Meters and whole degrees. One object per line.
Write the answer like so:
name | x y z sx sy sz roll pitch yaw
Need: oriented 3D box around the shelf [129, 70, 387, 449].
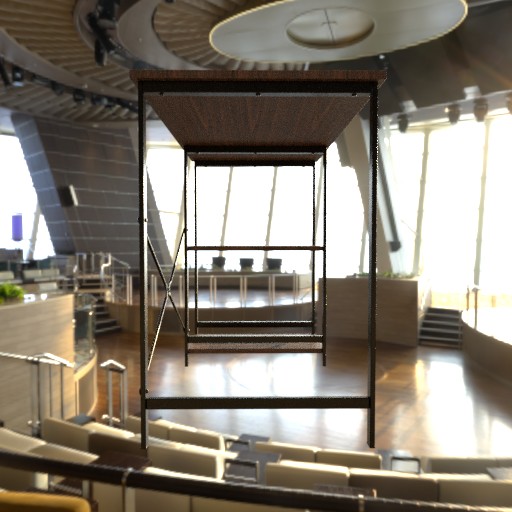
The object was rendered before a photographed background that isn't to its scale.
shelf | 0.000 0.000 1.320 0.498 0.750 0.902 0 2 -1
